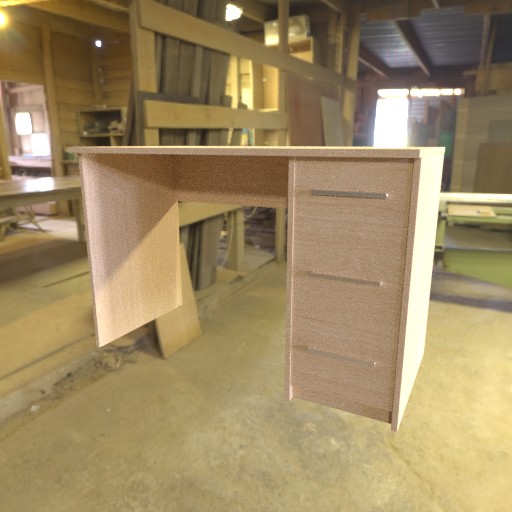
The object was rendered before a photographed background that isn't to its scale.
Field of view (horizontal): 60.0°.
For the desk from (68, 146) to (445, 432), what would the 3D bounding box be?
[{"bbox_3d":[0.000,0.000,1.539,1.097,0.735,0.560,7,16,27],"label":"desk"}]
